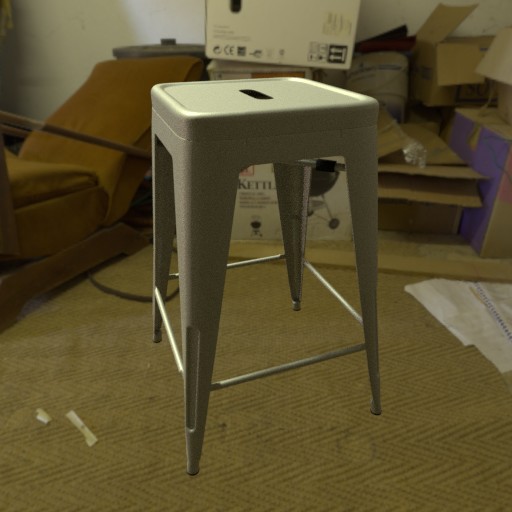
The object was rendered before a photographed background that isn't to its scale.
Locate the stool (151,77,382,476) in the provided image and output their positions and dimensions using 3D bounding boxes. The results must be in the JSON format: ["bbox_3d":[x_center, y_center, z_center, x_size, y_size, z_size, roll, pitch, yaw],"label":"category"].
[{"bbox_3d":[0.000,0.000,0.865,0.406,0.610,0.406,-10,30,-18],"label":"stool"}]
